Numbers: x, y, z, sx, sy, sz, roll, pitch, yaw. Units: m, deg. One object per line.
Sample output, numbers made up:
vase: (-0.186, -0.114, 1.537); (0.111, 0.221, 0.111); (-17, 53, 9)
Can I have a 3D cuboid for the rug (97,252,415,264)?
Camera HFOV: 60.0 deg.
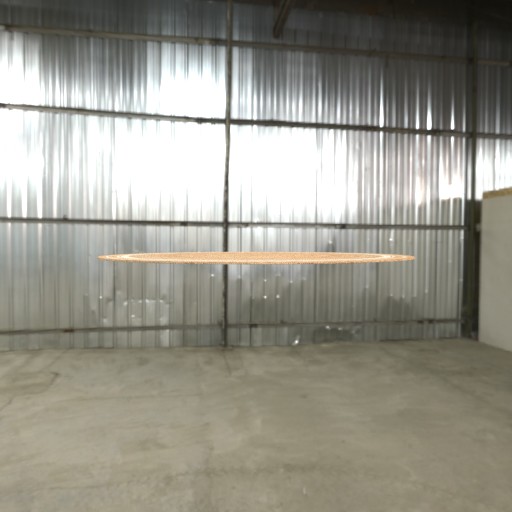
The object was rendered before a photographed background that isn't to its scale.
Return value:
rug: (0.000, 0.000, 3.621); (2.444, 0.015, 2.444); (0, 2, 0)
